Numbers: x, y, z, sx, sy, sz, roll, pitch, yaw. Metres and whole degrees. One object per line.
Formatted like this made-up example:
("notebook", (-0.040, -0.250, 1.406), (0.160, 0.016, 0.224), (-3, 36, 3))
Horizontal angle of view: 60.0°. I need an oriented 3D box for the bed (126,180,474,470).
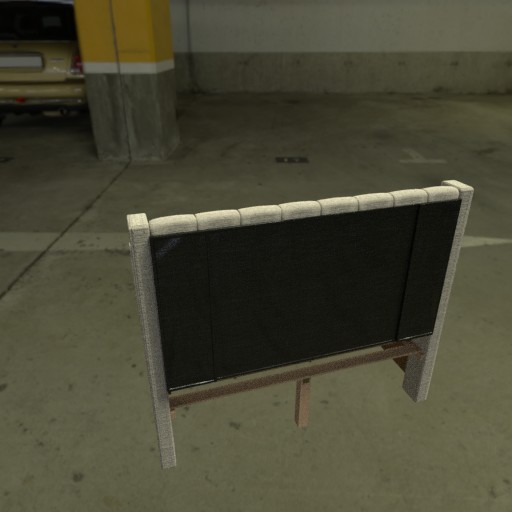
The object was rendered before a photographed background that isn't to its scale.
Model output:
("bed", (0.000, 0.000, 3.793), (2.044, 1.748, 2.372), (-8, 28, -16))
